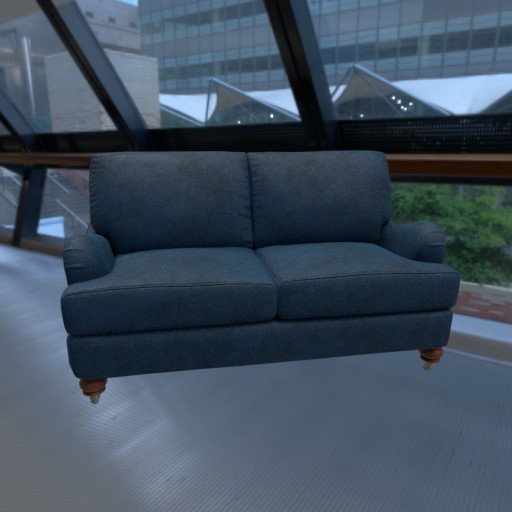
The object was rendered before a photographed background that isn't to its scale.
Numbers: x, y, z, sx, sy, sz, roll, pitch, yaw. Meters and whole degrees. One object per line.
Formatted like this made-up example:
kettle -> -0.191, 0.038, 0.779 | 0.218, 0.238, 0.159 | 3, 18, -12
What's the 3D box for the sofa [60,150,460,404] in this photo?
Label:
sofa -> 0.000, 0.000, 2.422 | 1.853, 1.101, 1.084 | -3, 15, -10
